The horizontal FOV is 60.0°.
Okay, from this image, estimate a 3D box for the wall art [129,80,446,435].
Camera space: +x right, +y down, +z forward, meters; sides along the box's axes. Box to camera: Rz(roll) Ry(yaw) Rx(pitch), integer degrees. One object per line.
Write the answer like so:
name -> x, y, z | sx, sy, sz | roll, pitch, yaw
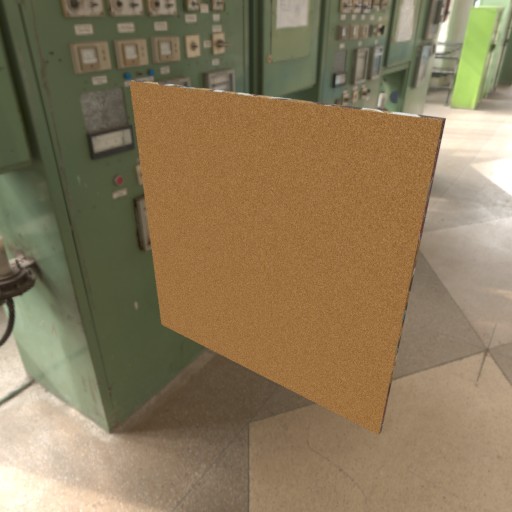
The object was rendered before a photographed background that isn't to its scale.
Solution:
wall art -> 0.000, 0.000, 0.589 | 0.404, 0.406, 0.010 | 19, 35, 30
